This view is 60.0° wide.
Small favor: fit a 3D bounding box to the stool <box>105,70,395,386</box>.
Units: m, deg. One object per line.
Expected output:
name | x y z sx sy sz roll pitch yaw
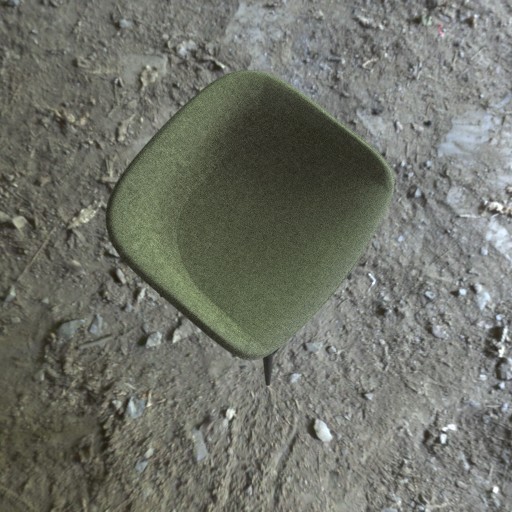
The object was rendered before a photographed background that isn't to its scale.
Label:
stool | 0.000 0.000 1.133 0.480 0.814 0.469 38 78 9
